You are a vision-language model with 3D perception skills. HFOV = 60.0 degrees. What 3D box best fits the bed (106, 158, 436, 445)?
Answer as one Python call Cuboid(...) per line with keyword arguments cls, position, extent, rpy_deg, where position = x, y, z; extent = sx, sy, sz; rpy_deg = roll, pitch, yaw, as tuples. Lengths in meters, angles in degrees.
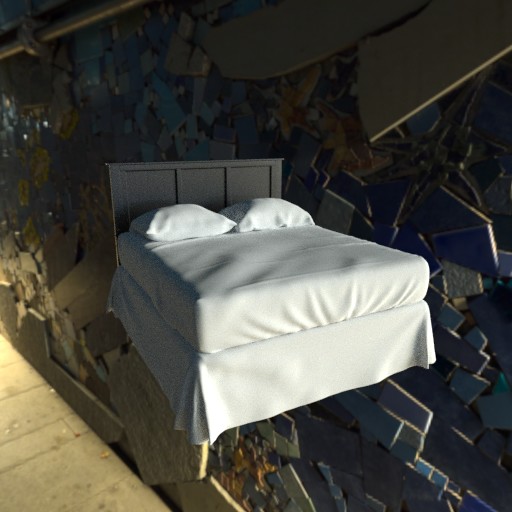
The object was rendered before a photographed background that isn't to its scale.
Cuboid(cls="bed", position=(0.000, 0.000, 3.236), extent=(1.870, 1.270, 2.050), rpy_deg=(-8, 17, -27))
